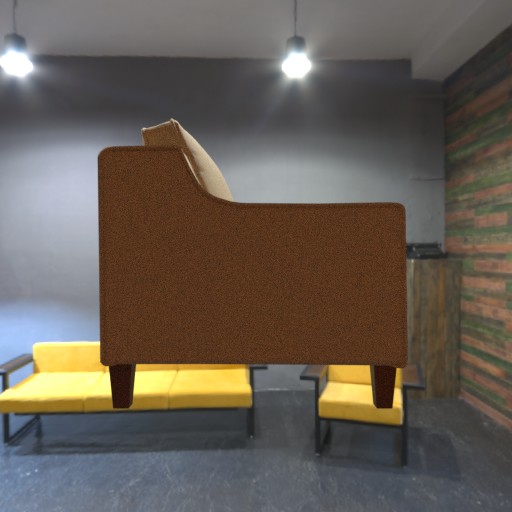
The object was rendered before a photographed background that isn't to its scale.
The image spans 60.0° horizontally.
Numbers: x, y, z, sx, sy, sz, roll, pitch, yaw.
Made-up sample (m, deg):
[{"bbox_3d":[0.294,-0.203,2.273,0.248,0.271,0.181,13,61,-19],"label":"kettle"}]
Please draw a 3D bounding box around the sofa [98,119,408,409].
[{"bbox_3d":[0.000,0.000,2.127,0.987,0.971,1.501,0,0,0],"label":"sofa"}]
